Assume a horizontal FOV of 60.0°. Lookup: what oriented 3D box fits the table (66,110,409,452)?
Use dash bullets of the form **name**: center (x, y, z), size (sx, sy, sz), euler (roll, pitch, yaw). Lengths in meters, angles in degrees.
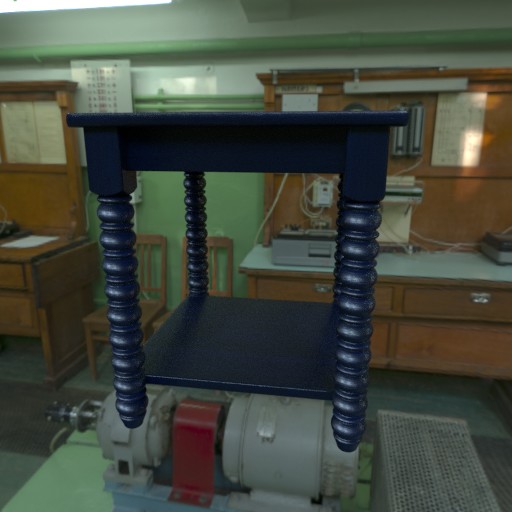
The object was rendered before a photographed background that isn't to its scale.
- **table**: center (0.000, 0.000, 0.953), size (0.500, 0.567, 0.533), euler (2, 16, 9)
